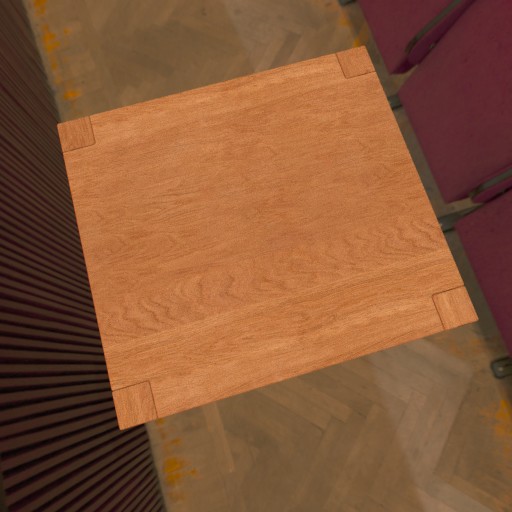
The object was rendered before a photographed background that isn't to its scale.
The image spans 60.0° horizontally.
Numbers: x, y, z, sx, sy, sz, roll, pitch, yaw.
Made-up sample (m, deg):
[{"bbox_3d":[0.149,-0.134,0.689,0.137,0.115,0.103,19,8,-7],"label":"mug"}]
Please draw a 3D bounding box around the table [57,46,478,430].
[{"bbox_3d":[0.000,0.000,0.832,0.480,0.450,0.440,-16,76,-4],"label":"table"}]
